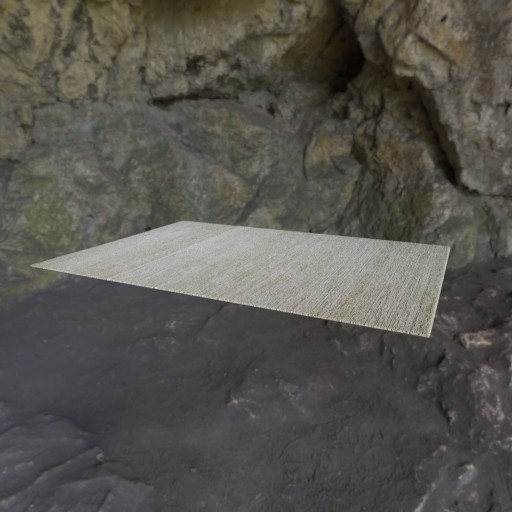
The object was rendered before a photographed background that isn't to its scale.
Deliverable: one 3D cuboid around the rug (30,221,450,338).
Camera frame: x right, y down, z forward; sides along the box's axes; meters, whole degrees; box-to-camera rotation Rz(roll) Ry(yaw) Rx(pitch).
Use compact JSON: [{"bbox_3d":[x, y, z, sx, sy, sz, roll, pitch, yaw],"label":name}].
[{"bbox_3d":[0.000,0.000,2.899,2.270,0.017,1.606,7,17,25],"label":"rug"}]
